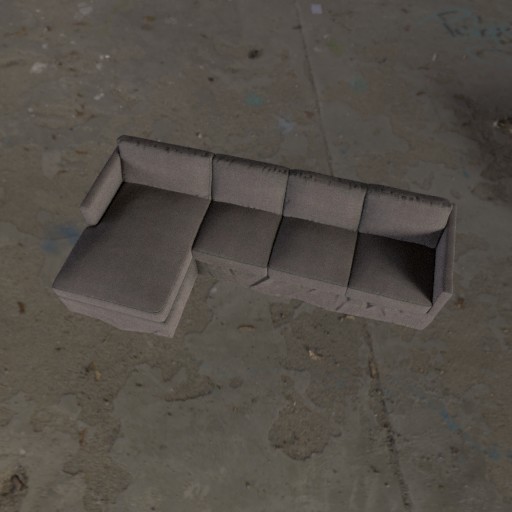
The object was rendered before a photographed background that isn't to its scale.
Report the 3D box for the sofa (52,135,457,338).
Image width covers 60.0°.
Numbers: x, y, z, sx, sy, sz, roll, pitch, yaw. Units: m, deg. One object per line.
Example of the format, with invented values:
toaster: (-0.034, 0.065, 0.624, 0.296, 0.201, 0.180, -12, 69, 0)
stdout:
sofa: (0.000, 0.000, 3.903, 3.205, 0.922, 1.650, 13, 59, 8)
